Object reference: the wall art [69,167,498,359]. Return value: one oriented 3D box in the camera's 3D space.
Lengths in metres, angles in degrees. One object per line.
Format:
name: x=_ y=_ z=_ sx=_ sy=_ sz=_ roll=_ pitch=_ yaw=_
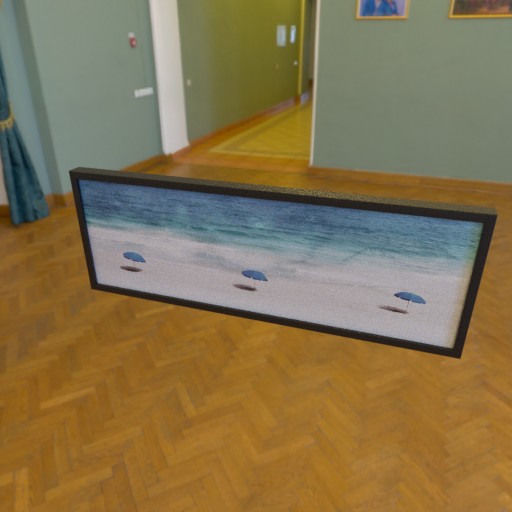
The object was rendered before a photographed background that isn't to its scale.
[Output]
wall art: x=0.000 y=0.000 z=0.941 sx=0.860 sy=0.303 sz=0.037 roll=8 pitch=28 yaw=16
